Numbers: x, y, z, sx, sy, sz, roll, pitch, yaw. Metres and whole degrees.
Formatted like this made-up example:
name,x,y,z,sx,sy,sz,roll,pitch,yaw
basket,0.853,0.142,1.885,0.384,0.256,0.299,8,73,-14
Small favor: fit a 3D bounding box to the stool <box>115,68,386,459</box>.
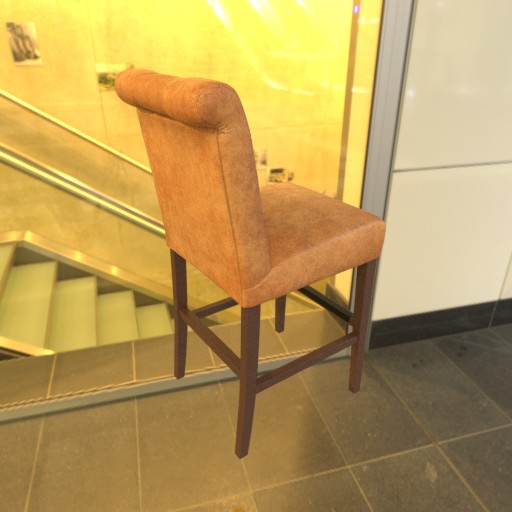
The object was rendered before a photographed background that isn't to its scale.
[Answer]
name,x,y,z,sx,sy,sz,roll,pitch,yaw
stool,0.000,0.000,1.342,0.601,1.047,0.493,-18,32,-31
